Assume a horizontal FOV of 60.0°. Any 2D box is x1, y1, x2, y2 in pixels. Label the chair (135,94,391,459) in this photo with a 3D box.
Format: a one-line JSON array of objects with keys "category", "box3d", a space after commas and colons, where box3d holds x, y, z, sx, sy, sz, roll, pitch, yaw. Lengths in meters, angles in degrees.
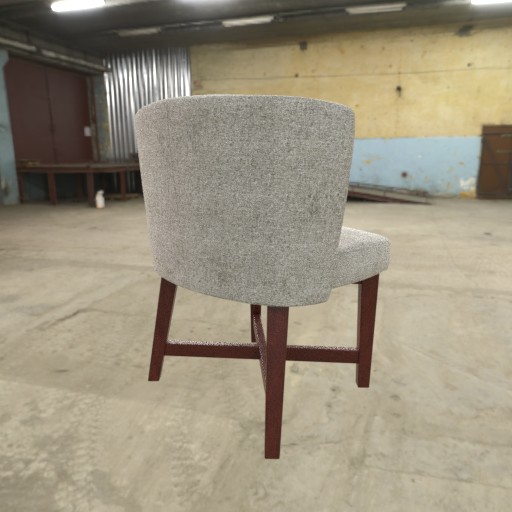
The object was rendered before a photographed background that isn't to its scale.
[{"category": "chair", "box3d": [0.000, 0.000, 1.285, 0.575, 0.827, 0.728, -12, 18, -43]}]
